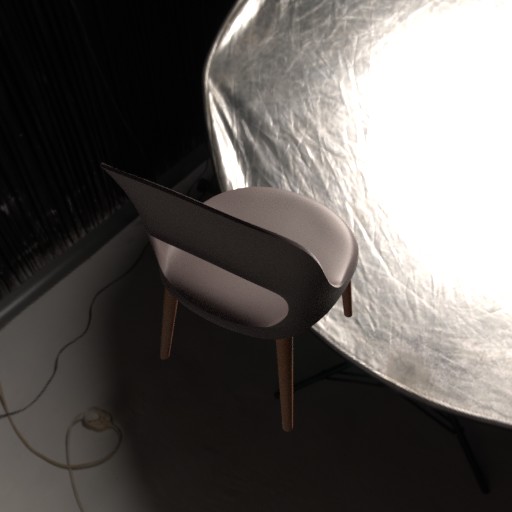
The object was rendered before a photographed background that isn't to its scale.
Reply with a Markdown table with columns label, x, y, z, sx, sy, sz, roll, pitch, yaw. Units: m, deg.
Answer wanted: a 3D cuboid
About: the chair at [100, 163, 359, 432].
| label | x | y | z | sx | sy | sz | roll | pitch | yaw |
| --- | --- | --- | --- | --- | --- | --- | --- | --- | --- |
| chair | 0.000 | 0.000 | 1.128 | 0.470 | 0.794 | 0.556 | 23 | 51 | 21 |
